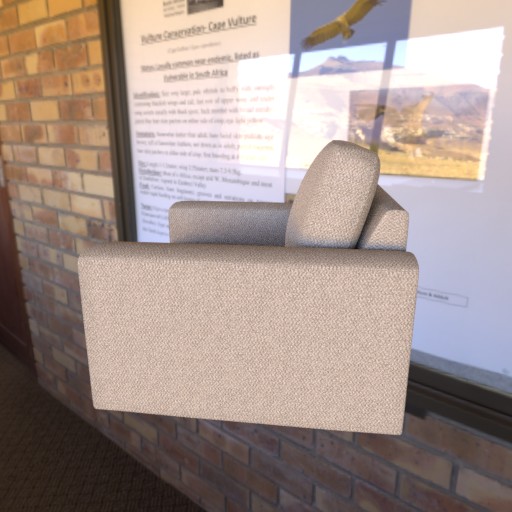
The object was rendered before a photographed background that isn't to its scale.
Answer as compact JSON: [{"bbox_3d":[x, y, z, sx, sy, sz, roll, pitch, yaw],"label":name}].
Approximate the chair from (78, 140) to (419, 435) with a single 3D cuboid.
[{"bbox_3d":[0.000,0.000,1.744,1.016,0.873,1.005,2,16,8],"label":"chair"}]
